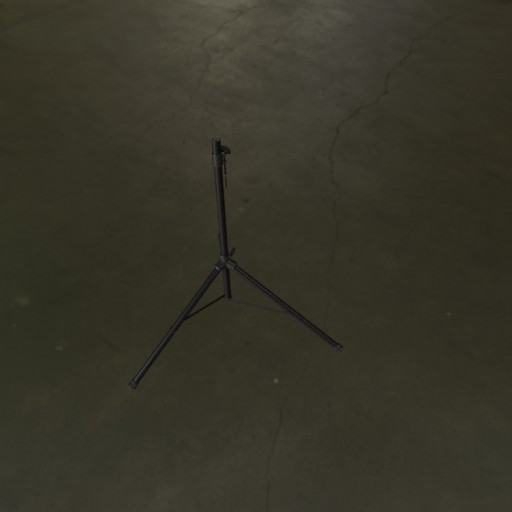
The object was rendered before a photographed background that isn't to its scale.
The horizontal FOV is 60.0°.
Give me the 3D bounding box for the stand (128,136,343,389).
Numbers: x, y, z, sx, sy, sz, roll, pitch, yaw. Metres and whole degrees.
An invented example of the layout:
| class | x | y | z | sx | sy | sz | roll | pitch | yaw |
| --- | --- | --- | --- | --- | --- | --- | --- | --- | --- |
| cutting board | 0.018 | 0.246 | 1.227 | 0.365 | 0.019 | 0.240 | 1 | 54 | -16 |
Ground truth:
| class | x | y | z | sx | sy | sz | roll | pitch | yaw |
| --- | --- | --- | --- | --- | --- | --- | --- | --- | --- |
| stand | 0.000 | 0.000 | 2.814 | 1.339 | 1.595 | 1.596 | 16 | 49 | 14 |
